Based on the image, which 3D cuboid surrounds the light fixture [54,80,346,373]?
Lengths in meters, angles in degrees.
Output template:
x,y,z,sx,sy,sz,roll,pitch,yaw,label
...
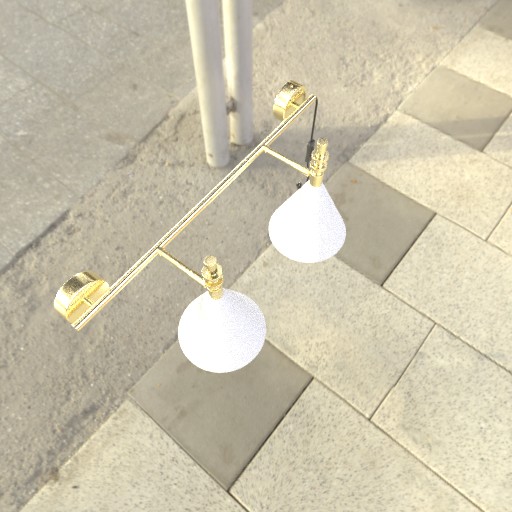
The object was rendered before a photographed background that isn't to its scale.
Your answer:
x,y,z,sx,sy,sz,roll,pitch,yaw,label
0.000,0.000,0.862,0.239,0.468,0.642,33,65,18,light fixture
